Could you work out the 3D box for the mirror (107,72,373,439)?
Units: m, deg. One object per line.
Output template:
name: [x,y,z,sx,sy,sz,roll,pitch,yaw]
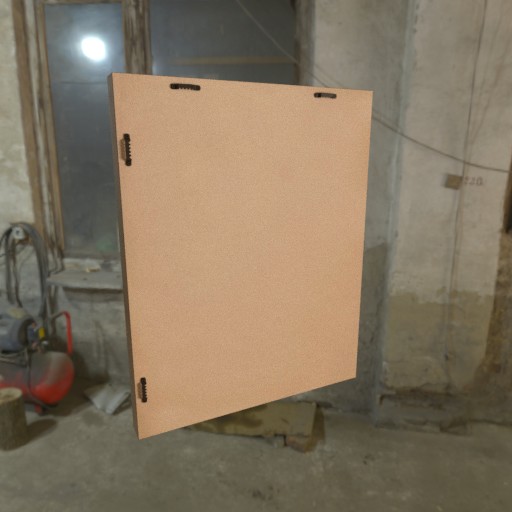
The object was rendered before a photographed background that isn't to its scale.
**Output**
mirror: [0.000,0.000,0.697,0.406,0.509,0.041,-7,15,-26]
